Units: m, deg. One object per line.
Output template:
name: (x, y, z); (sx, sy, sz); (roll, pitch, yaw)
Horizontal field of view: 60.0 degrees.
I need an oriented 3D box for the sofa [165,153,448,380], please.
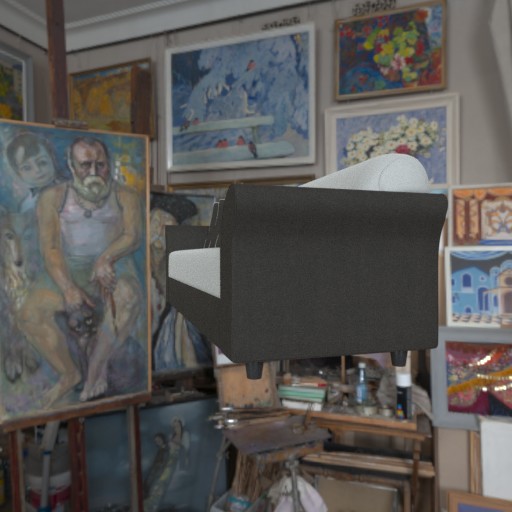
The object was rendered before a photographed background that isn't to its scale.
sofa: (0.000, 0.000, 2.350); (0.755, 0.787, 2.001); (0, 0, -17)
